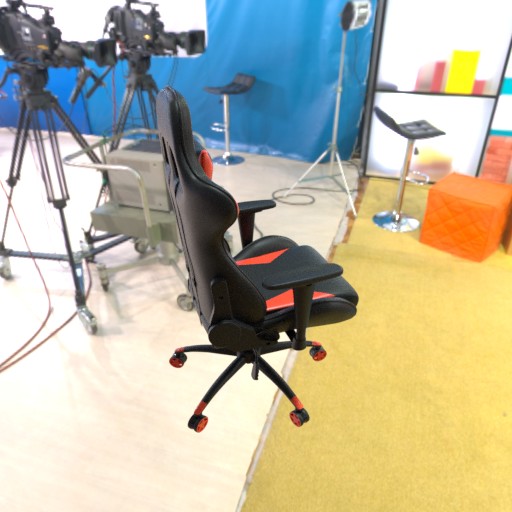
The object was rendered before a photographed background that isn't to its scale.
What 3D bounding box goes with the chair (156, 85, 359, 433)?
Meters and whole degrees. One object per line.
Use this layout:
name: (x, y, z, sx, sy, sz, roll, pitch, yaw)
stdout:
chair: (0.000, 0.000, 1.735, 0.730, 1.282, 0.695, -11, 32, -18)
